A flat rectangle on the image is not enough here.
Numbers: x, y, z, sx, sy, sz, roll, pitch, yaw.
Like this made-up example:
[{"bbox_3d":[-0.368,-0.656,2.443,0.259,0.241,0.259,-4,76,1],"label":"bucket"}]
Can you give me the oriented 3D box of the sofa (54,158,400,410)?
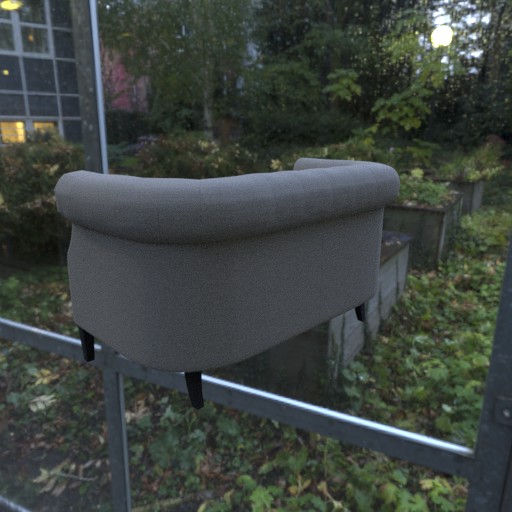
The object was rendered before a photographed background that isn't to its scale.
[{"bbox_3d":[0.000,0.000,2.049,0.835,0.827,1.558,15,21,43],"label":"sofa"}]
